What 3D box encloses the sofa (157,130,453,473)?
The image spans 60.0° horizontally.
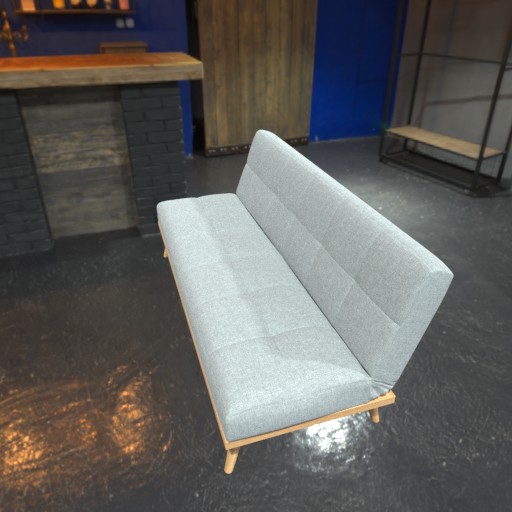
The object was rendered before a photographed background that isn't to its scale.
[{"bbox_3d":[0.000,0.000,2.250,0.800,0.800,1.820,-9,32,-15],"label":"sofa"}]
